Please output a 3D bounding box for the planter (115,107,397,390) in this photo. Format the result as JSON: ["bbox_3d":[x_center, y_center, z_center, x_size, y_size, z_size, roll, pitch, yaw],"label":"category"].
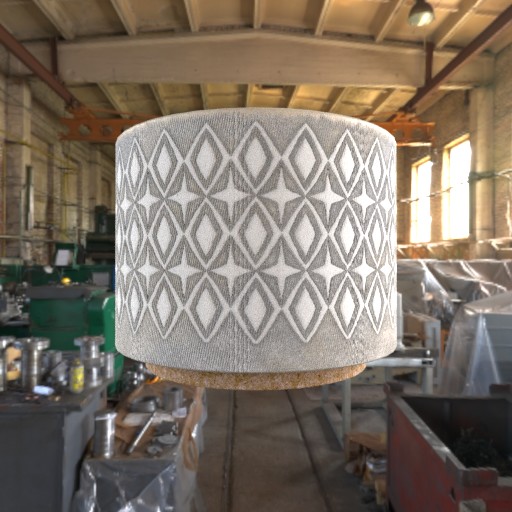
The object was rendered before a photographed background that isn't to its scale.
[{"bbox_3d":[0.000,0.000,0.272,0.164,0.127,0.164,0,0,0],"label":"planter"}]
